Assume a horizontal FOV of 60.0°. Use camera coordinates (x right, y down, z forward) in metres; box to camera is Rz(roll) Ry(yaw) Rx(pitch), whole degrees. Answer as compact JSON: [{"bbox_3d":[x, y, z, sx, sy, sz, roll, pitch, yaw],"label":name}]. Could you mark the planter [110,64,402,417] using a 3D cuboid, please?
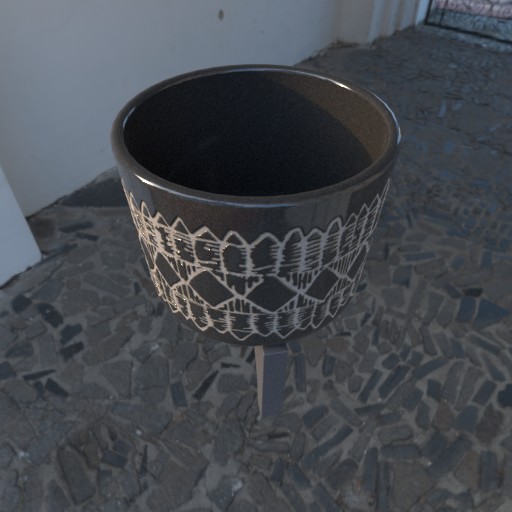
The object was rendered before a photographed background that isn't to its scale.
[{"bbox_3d":[0.000,0.000,0.395,0.196,0.264,0.196,-30,51,-27],"label":"planter"}]
